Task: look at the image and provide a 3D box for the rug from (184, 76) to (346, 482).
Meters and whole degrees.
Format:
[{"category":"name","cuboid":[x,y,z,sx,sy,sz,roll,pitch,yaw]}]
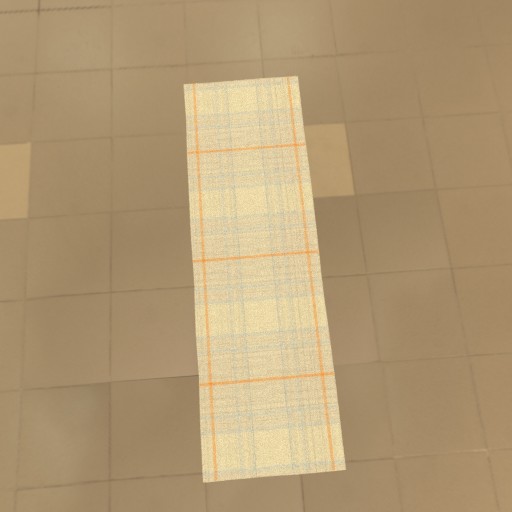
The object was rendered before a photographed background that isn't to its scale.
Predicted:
[{"category":"rug","cuboid":[0.000,0.000,2.673,0.770,0.016,2.442,-5,76,-1]}]
